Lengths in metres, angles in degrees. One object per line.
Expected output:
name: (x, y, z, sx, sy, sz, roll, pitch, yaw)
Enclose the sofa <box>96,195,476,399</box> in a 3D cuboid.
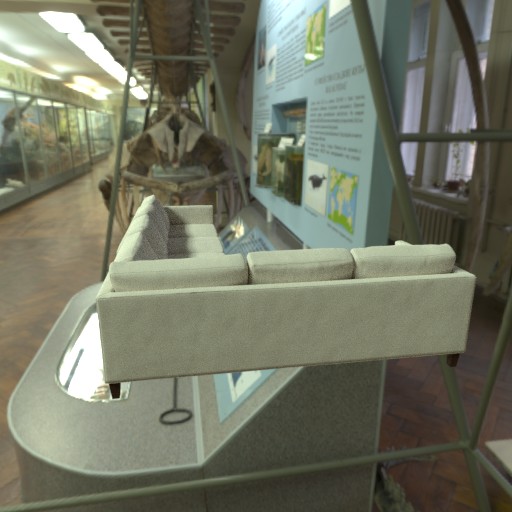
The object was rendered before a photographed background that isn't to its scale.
sofa: (0.000, 0.000, 4.286, 2.432, 0.863, 3.182, -3, 16, -9)
